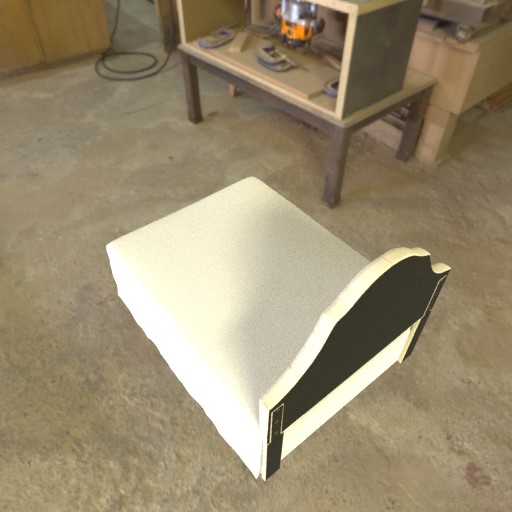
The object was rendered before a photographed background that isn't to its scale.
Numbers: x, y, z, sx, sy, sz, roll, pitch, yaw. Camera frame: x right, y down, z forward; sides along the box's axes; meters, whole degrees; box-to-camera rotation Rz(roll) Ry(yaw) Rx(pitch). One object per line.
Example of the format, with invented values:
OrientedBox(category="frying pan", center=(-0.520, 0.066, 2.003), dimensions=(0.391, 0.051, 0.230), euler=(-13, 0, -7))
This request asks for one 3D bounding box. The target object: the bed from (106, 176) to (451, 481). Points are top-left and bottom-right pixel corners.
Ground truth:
OrientedBox(category="bed", center=(0.000, 0.000, 3.234), dimensions=(1.627, 1.575, 2.092), euler=(-30, 53, -26))
